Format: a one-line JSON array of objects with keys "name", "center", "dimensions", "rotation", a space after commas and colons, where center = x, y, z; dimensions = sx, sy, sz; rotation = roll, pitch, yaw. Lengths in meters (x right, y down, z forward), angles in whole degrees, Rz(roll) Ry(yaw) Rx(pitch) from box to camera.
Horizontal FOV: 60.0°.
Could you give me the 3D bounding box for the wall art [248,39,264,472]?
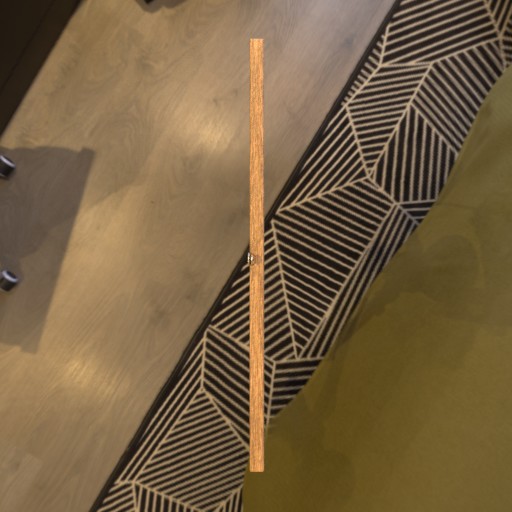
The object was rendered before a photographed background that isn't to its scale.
[{"name": "wall art", "center": [0.000, 0.000, 0.843], "dimensions": [0.021, 0.582, 0.561], "rotation": [0, 90, 0]}]
